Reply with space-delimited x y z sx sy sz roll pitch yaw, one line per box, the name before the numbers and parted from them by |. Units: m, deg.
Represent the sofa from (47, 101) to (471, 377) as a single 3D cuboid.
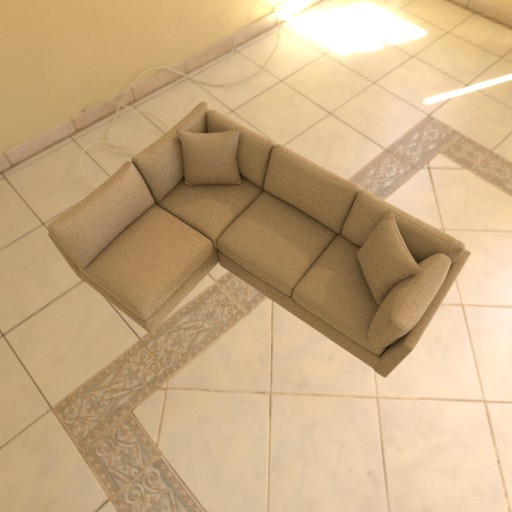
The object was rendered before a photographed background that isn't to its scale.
sofa | 0.000 0.000 3.809 2.896 0.978 1.994 33 63 19
